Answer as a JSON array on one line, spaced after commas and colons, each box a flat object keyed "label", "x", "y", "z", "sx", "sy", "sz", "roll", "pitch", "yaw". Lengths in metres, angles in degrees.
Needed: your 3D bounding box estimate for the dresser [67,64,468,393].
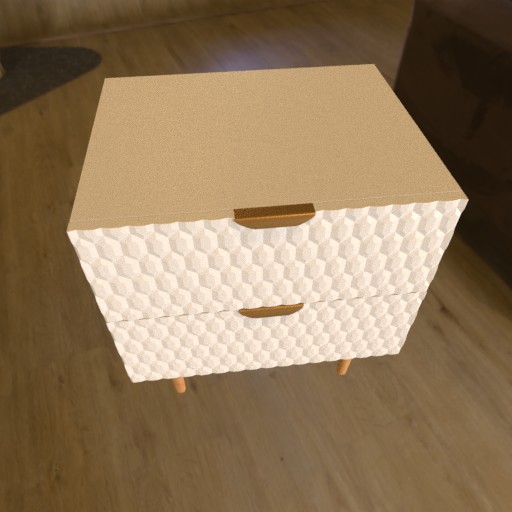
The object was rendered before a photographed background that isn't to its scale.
[{"label": "dresser", "x": 0.000, "y": 0.000, "z": 0.890, "sx": 0.503, "sy": 0.568, "sz": 0.414, "roll": -5, "pitch": 47, "yaw": -5}]
